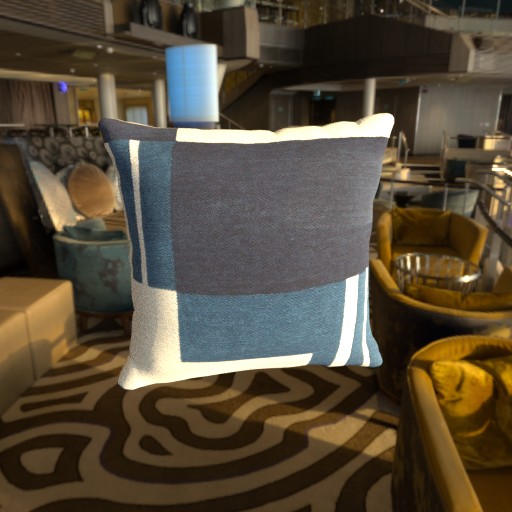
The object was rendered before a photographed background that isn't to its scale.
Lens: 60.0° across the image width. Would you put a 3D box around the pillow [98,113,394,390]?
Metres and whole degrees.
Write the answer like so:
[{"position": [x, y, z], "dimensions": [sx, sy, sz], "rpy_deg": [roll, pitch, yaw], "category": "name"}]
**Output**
[{"position": [0.000, 0.000, 0.823], "dimensions": [0.536, 0.506, 0.229], "rpy_deg": [-3, 17, -9], "category": "pillow"}]
